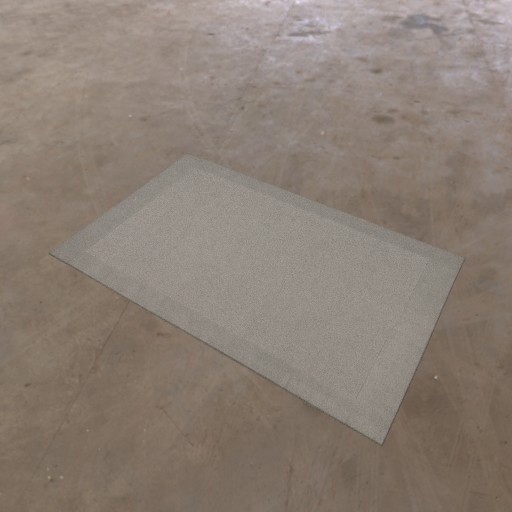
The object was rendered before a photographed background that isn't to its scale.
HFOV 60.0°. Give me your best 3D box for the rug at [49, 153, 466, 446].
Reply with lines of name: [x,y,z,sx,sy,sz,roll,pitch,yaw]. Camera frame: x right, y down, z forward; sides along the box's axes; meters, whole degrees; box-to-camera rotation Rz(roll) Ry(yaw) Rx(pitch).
rug: [0.000,0.000,3.053,2.438,0.014,1.524,25,50,23]
